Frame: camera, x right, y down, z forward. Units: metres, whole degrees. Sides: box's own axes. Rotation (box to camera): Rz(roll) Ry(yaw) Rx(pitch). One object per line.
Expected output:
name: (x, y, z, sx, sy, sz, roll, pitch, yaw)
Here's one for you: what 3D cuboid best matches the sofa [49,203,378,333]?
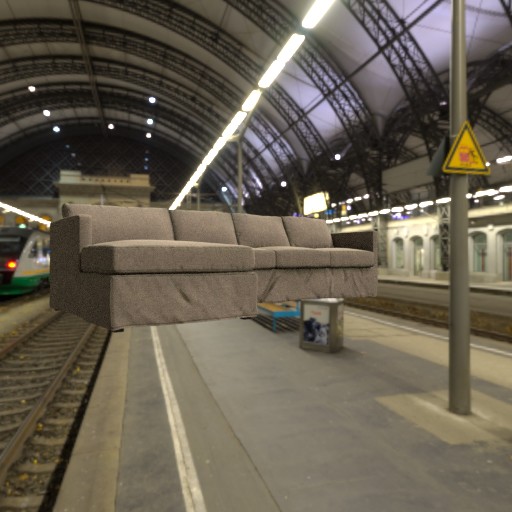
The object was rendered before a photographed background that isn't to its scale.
sofa: (0.000, 0.000, 4.021, 3.205, 0.922, 1.650, 0, 0, -36)
